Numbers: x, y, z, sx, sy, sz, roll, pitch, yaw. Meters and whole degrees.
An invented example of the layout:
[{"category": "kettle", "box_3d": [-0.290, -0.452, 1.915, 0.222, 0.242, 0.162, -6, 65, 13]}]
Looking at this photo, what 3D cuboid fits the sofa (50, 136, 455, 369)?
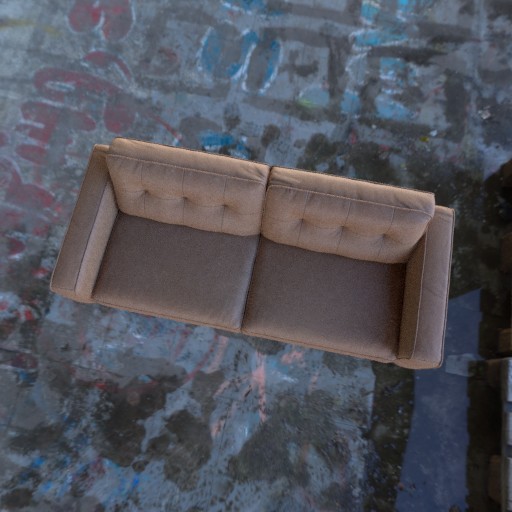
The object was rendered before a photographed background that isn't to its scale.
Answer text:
[{"category": "sofa", "box_3d": [0.000, 0.000, 2.747, 2.270, 0.780, 0.953, 11, 75, 3]}]
